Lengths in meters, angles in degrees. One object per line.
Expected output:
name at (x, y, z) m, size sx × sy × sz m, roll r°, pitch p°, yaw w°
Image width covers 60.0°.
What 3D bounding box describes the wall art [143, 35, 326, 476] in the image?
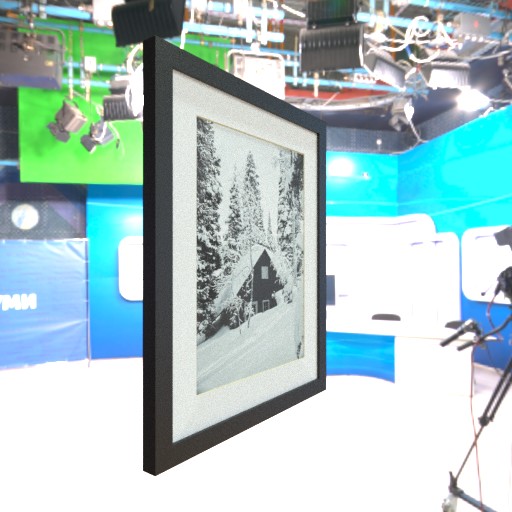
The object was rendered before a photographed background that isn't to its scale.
wall art at (0.000, 0.000, 0.534) m, size 0.018 × 0.397 × 0.325 m, roll 0°, pitch 0°, yaw 37°
